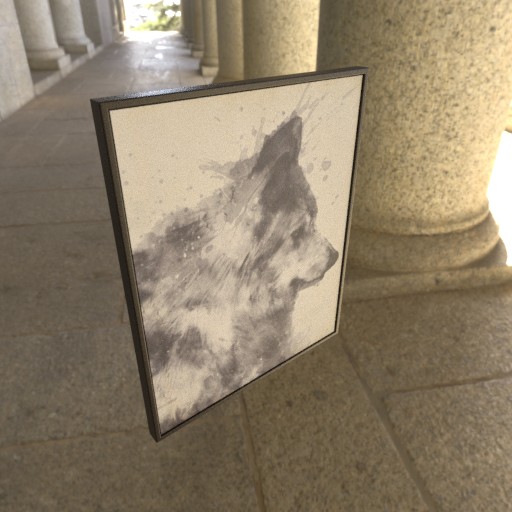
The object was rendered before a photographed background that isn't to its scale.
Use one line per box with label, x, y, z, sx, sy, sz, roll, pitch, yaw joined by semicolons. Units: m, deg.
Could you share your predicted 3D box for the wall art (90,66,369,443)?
wall art;0.000;0.000;0.740;0.451;0.551;0.028;-22;37;-33
